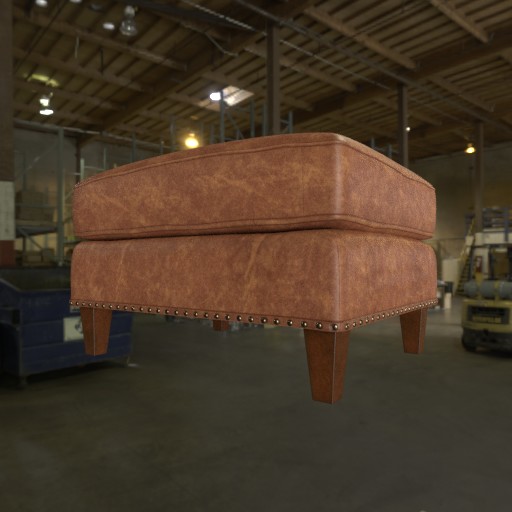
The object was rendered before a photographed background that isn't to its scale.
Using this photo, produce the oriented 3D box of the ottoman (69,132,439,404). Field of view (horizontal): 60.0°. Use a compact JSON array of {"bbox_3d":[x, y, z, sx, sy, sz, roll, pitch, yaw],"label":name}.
[{"bbox_3d":[0.000,0.000,1.113,0.742,0.486,0.586,-1,-1,36],"label":"ottoman"}]
